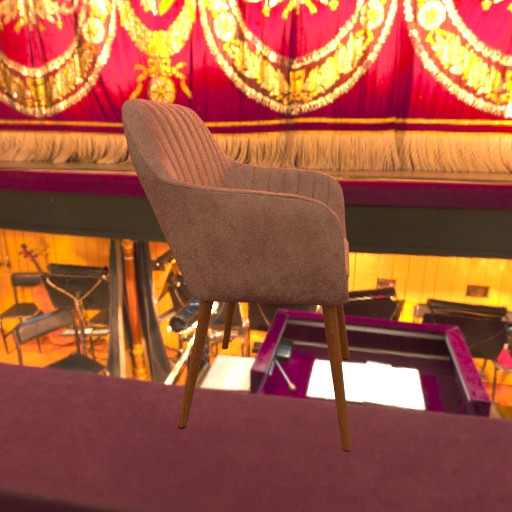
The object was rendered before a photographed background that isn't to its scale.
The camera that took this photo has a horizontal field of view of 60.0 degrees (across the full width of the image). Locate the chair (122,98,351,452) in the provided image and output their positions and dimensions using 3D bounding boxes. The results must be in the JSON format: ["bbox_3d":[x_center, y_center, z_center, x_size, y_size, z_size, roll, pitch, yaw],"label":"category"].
[{"bbox_3d":[0.000,0.000,1.251,0.570,0.832,0.610,3,16,10],"label":"chair"}]
